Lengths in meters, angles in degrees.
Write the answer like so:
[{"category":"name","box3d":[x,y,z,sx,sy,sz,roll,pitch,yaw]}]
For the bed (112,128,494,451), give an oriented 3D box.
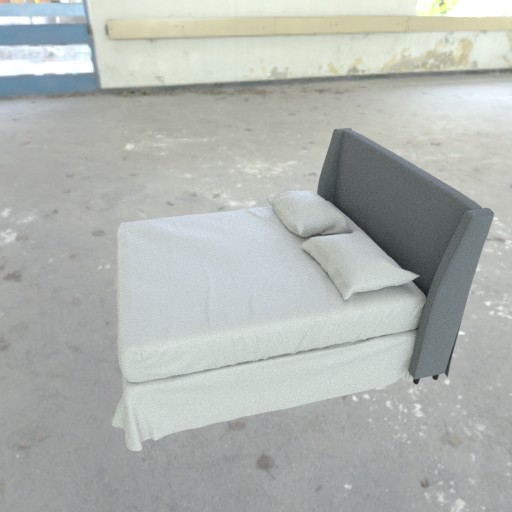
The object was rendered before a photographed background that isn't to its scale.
[{"category":"bed","box3d":[0.000,0.000,3.323,2.276,1.332,1.925,-8,32,-13]}]
